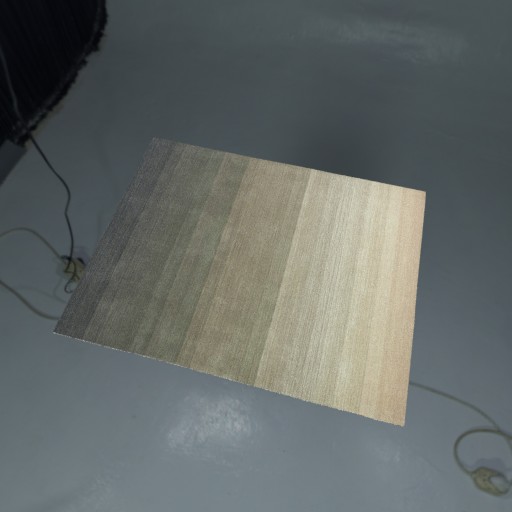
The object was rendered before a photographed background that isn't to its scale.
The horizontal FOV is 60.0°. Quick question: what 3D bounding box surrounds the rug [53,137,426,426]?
[{"bbox_3d":[0.000,0.000,4.092,2.932,0.015,2.315,13,61,7],"label":"rug"}]
